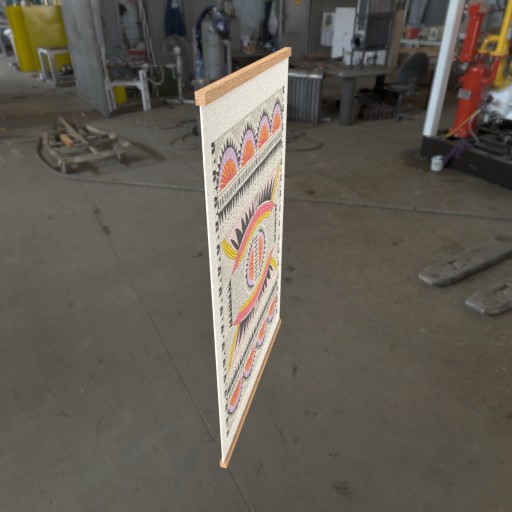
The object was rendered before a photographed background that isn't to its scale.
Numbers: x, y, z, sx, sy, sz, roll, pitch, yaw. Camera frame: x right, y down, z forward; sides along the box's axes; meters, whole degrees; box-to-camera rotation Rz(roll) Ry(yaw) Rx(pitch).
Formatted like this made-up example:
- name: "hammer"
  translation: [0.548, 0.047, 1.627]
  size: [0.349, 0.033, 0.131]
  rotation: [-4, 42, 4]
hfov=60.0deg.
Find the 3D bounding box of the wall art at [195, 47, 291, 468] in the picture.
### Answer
- name: "wall art"
  translation: [0.000, 0.000, 1.908]
  size: [0.028, 1.533, 0.999]
  rotation: [9, 32, 14]
